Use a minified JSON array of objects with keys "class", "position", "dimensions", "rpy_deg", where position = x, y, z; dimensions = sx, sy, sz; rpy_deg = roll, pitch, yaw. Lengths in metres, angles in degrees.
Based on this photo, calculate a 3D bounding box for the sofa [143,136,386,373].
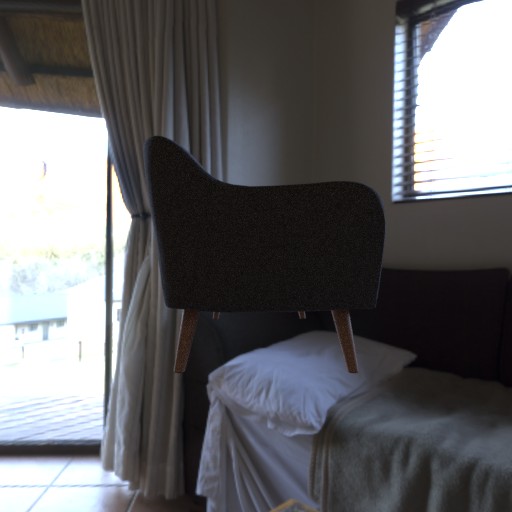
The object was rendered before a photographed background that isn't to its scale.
[{"class":"sofa","position":[0.000,0.000,2.270],"dimensions":[0.820,0.820,1.840],"rpy_deg":[0,-1,0]}]
